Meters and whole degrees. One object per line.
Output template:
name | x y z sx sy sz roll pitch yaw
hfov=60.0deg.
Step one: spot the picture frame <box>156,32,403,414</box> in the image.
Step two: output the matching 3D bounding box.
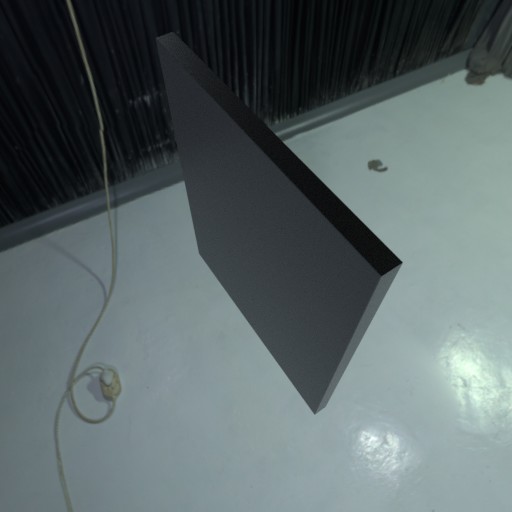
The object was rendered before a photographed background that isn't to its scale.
picture frame | 0.000 0.000 0.755 0.028 0.556 0.460 -30 62 -17
